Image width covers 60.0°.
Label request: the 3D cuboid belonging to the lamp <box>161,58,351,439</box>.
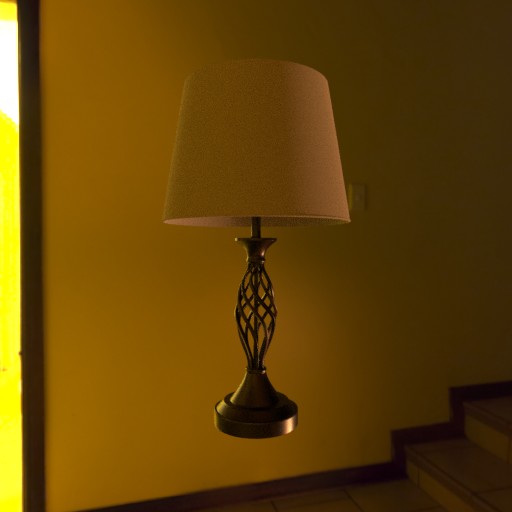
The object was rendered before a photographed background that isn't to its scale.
[{"bbox_3d":[0.000,0.000,0.792,0.331,0.594,0.331,0,1,0],"label":"lamp"}]
